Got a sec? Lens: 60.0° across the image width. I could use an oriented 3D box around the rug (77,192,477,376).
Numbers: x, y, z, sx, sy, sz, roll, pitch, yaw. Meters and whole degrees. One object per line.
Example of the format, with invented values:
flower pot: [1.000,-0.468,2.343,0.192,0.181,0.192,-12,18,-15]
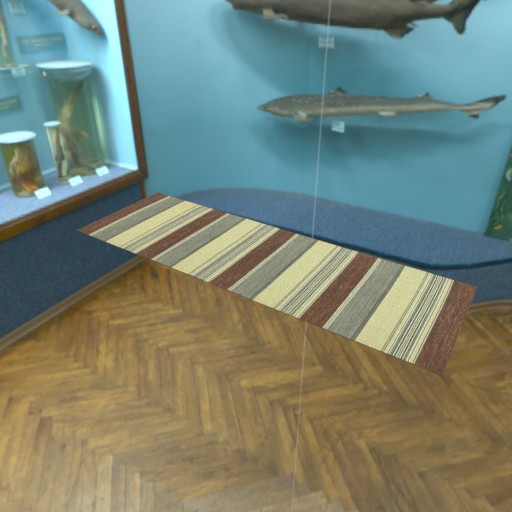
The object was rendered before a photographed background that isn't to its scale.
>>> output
rug: [0.000,0.000,2.766,2.437,0.006,0.792,19,36,28]
